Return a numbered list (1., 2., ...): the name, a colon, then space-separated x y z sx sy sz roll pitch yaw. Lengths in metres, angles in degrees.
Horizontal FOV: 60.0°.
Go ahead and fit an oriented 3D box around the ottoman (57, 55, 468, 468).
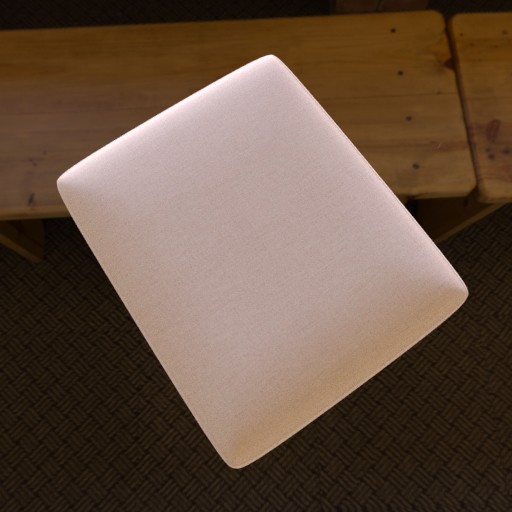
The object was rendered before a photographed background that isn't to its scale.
1. ottoman: 0.000 0.000 1.175 0.657 0.453 0.794 -34 77 -8
